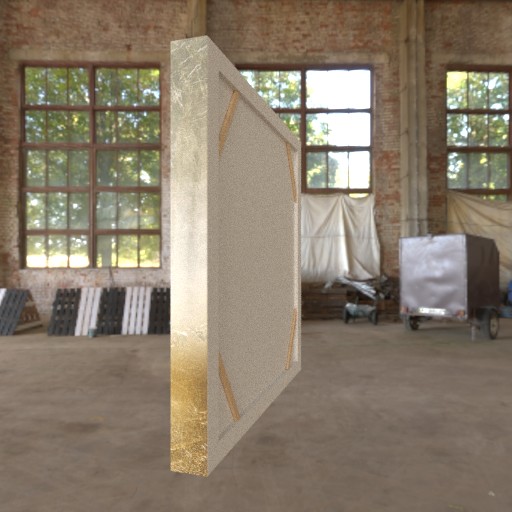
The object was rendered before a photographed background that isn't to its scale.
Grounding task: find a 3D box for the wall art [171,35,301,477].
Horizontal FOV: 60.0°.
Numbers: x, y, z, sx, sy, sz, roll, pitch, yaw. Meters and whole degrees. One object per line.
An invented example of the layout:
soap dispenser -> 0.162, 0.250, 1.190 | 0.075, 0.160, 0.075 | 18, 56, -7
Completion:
wall art -> 0.000, 0.000, 0.607 | 0.038, 0.407, 0.405 | 0, 0, 18
